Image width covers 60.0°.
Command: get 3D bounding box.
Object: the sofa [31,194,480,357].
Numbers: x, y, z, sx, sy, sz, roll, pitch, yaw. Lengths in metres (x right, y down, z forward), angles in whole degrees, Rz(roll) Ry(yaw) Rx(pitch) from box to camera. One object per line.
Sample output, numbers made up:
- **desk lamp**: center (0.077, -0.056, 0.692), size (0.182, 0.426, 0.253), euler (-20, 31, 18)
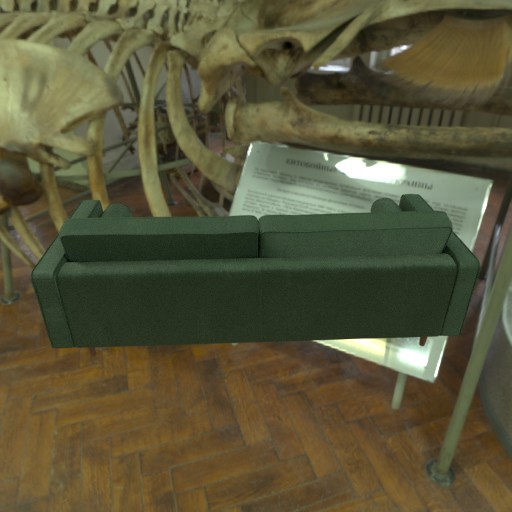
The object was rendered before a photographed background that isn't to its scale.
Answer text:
- **sofa**: center (0.000, 0.000, 2.615), size (2.199, 0.769, 0.918), euler (-1, 31, -2)
